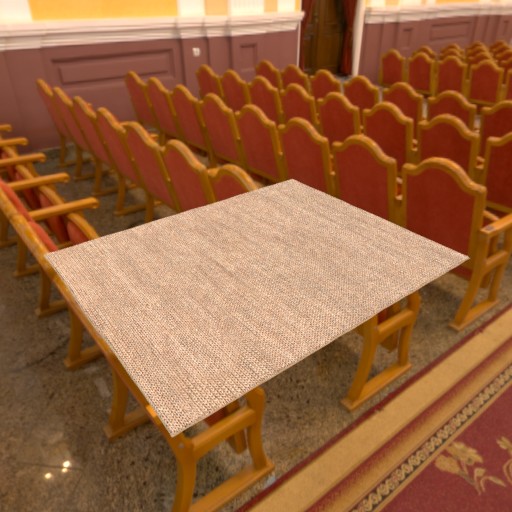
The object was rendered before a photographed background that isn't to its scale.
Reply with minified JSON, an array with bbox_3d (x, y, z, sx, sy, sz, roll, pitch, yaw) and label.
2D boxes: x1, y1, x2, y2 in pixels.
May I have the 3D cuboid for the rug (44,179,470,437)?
[{"bbox_3d":[0.000,0.000,4.042,3.052,0.030,2.429,-22,38,-32],"label":"rug"}]
